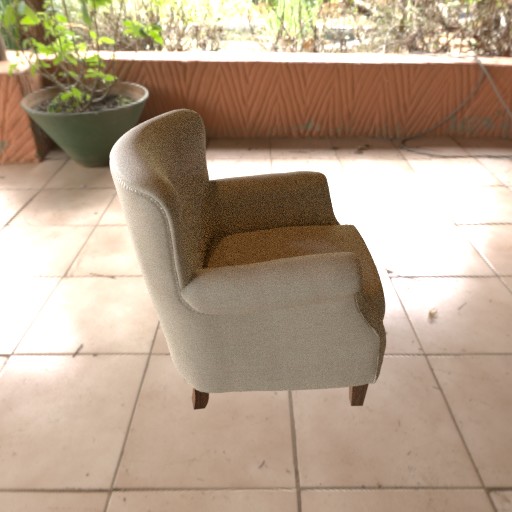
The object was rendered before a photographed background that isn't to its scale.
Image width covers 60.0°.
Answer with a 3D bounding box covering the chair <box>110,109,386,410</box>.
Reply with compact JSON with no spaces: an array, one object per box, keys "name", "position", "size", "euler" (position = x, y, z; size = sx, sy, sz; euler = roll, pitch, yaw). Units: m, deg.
[{"name":"chair","position":[0.000,0.000,1.686],"size":[0.921,0.936,0.861],"euler":[-1,32,-1]}]
